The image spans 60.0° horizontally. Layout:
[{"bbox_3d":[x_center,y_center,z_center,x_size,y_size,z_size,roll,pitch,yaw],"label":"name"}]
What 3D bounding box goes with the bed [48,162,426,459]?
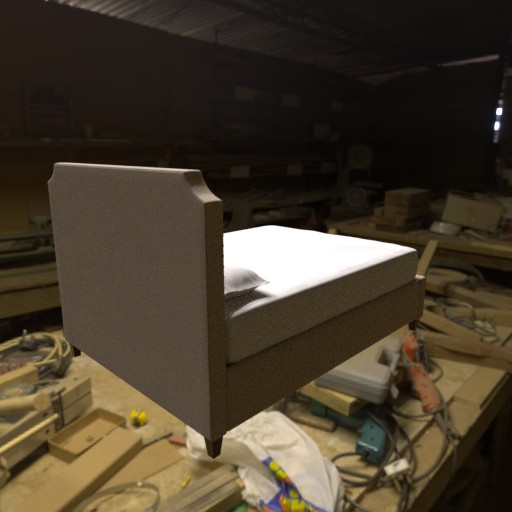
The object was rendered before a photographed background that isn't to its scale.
[{"bbox_3d":[0.000,0.000,3.382,1.703,1.415,2.329,13,19,43],"label":"bed"}]
